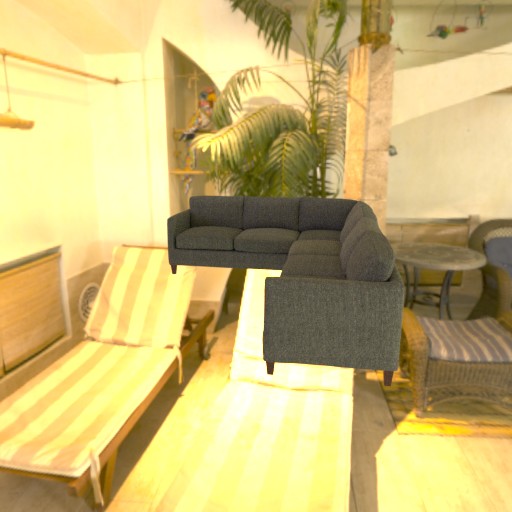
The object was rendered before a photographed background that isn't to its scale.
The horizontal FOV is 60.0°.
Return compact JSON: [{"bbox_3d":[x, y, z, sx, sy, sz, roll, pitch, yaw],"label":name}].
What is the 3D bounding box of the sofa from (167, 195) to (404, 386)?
[{"bbox_3d":[0.000,0.000,4.620,2.593,0.947,3.302,3,14,10],"label":"sofa"}]
